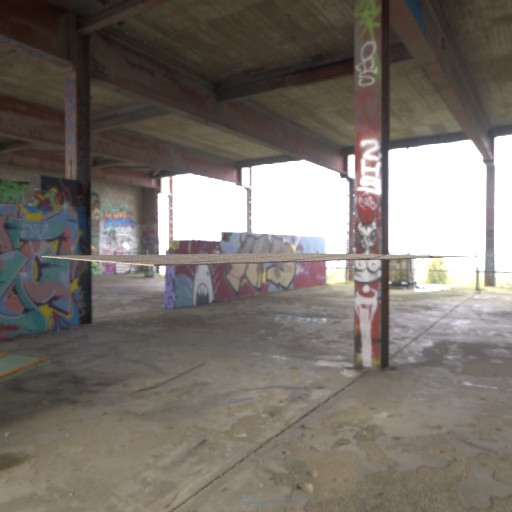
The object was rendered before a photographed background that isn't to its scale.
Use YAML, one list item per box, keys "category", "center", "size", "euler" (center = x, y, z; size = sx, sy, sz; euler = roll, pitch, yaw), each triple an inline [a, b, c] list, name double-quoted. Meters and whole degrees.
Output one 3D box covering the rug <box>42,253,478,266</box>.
- category: "rug"
  center: [0.000, 0.000, 3.959]
  size: [3.061, 0.022, 2.468]
  euler: [-1, 2, -37]
